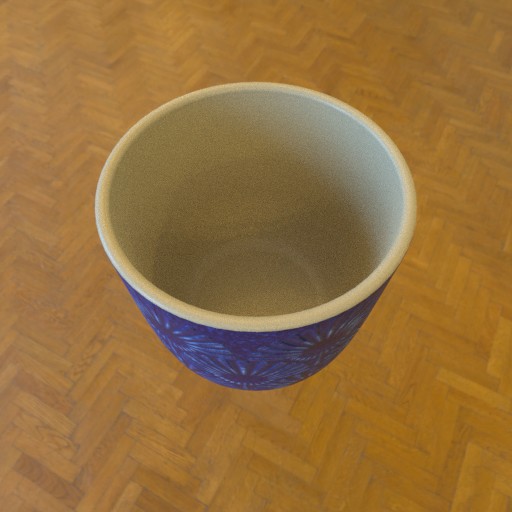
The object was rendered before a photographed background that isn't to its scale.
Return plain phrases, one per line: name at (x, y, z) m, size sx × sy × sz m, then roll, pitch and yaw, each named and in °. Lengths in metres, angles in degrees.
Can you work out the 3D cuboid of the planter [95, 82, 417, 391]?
planter at (0.000, 0.000, 0.218) m, size 0.124 × 0.109 × 0.124 m, roll 0°, pitch 58°, yaw 0°
